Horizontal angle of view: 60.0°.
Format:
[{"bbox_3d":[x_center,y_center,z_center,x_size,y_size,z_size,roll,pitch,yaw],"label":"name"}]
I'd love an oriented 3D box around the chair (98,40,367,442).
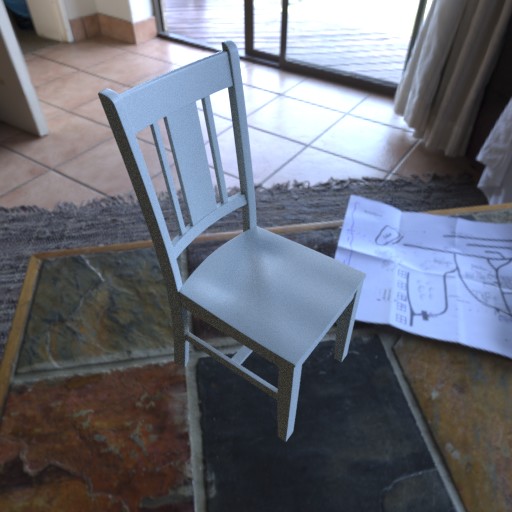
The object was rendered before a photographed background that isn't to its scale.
[{"bbox_3d":[0.000,0.000,1.302,0.555,0.998,0.450,26,49,26],"label":"chair"}]
